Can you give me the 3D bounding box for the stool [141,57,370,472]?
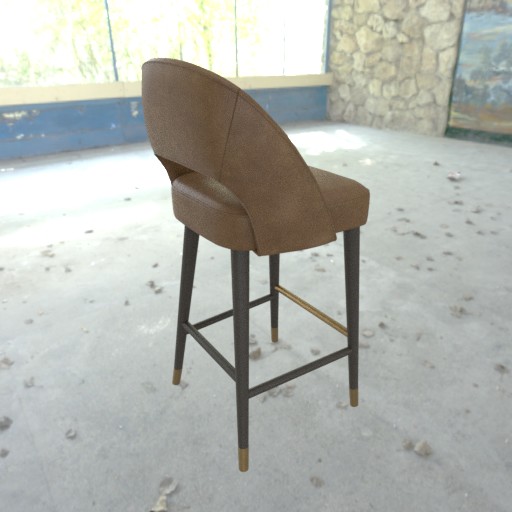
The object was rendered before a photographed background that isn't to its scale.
[{"bbox_3d":[0.000,0.000,1.264,0.509,1.037,0.494,-16,29,-31],"label":"stool"}]
